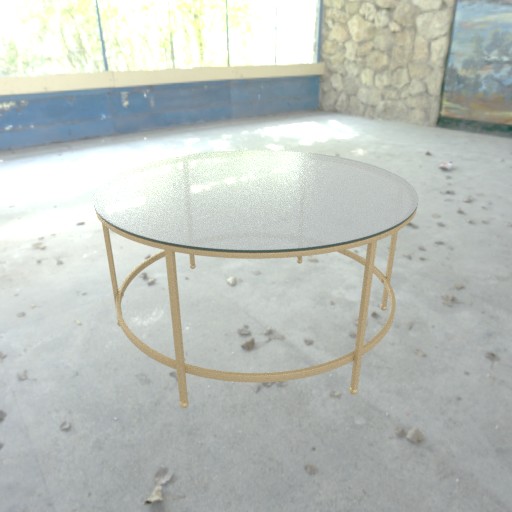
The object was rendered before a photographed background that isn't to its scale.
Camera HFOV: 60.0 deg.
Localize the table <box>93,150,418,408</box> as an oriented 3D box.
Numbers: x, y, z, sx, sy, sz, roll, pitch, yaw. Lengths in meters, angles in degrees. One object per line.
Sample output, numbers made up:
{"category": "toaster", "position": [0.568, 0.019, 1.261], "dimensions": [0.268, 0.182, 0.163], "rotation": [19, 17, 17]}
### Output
{"category": "table", "position": [0.000, 0.000, 1.411], "dimensions": [0.914, 0.470, 0.914], "rotation": [0, 26, 0]}
